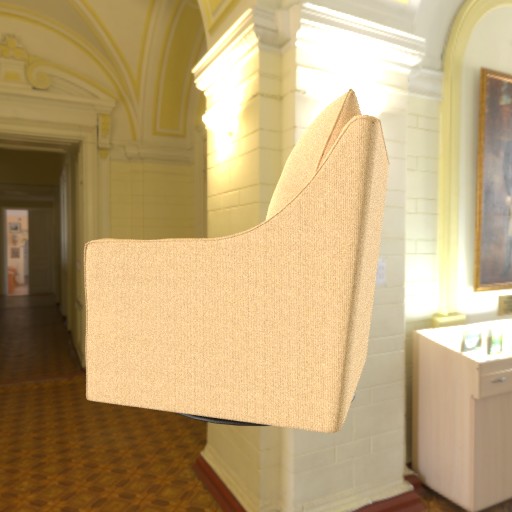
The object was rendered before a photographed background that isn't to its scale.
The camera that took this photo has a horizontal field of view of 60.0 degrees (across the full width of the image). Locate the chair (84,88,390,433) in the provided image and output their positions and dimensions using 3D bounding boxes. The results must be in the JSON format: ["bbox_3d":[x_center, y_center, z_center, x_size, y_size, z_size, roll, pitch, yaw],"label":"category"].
[{"bbox_3d":[0.000,0.000,1.565,0.876,0.927,0.760,1,2,19],"label":"chair"}]
